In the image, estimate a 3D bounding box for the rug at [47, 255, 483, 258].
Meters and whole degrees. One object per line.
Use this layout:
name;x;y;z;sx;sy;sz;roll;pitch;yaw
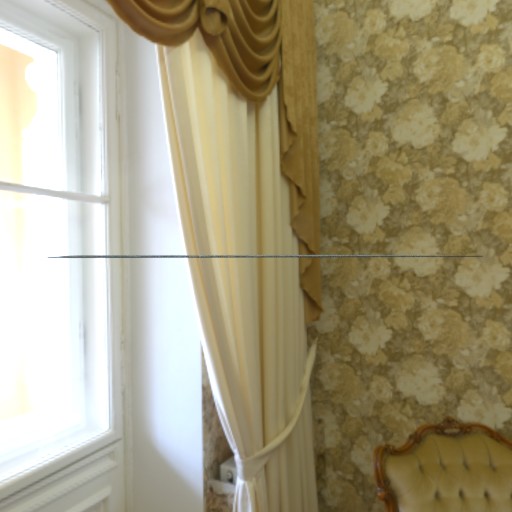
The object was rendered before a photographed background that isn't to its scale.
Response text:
rug;0.000;0.000;3.081;2.440;0.007;1.525;0;0;-17
